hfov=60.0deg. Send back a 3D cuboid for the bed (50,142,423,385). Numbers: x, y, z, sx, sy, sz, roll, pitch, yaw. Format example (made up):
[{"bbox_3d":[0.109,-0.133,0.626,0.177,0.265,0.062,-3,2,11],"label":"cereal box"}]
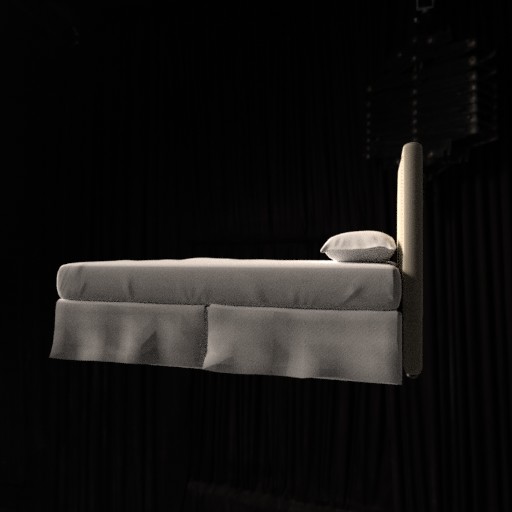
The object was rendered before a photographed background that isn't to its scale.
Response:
[{"bbox_3d":[0.000,0.000,3.651,2.477,1.437,1.977,0,0,17],"label":"bed"}]
